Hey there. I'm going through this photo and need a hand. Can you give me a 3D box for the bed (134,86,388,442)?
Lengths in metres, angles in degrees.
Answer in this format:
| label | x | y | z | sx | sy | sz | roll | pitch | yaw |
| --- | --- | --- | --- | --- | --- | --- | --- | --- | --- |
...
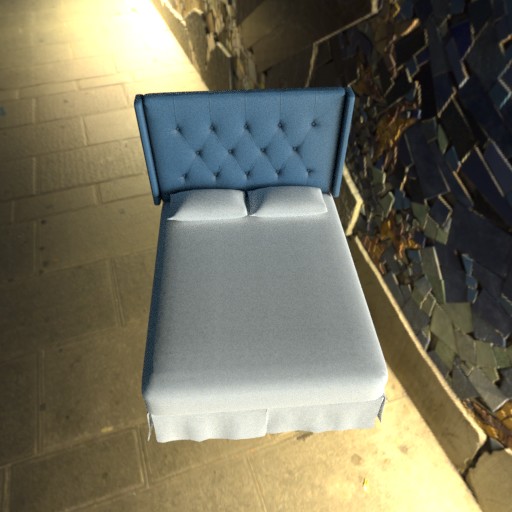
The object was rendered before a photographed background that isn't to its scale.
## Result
| label | x | y | z | sx | sy | sz | roll | pitch | yaw |
| --- | --- | --- | --- | --- | --- | --- | --- | --- | --- |
| bed | 0.000 | 0.000 | 3.338 | 1.719 | 1.665 | 2.078 | -3 | 45 | -3 |
